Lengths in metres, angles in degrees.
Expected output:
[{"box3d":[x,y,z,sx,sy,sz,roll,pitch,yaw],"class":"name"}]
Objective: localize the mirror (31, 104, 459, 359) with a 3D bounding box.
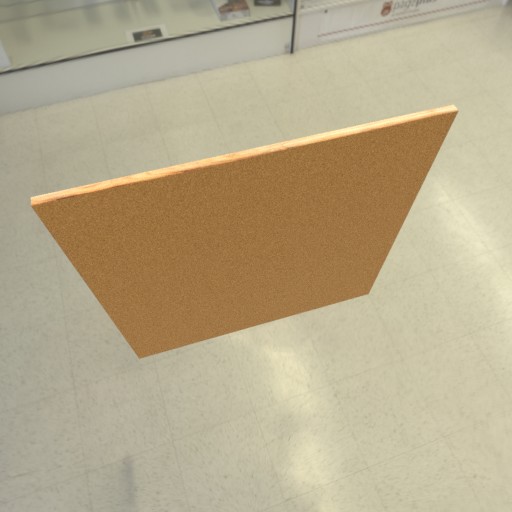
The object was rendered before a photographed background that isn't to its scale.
[{"box3d":[0.000,0.000,1.160,0.804,0.804,0.061,-14,60,-9],"class":"mirror"}]
